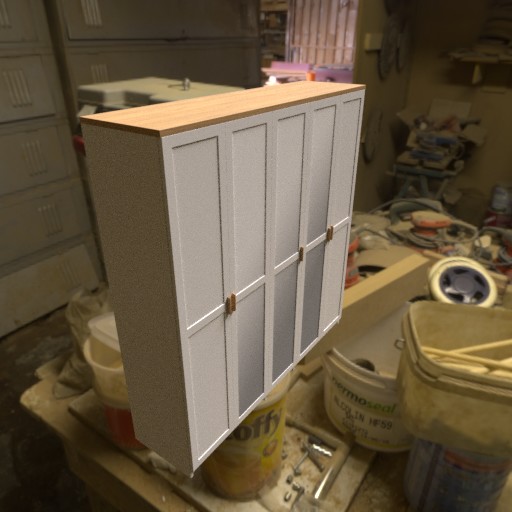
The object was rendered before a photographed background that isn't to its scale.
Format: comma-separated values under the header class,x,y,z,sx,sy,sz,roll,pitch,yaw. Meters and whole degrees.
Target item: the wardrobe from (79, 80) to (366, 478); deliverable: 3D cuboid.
class,x,y,z,sx,sy,sz,roll,pitch,yaw
wardrobe,0.000,0.000,3.328,0.590,2.260,2.160,18,32,32
